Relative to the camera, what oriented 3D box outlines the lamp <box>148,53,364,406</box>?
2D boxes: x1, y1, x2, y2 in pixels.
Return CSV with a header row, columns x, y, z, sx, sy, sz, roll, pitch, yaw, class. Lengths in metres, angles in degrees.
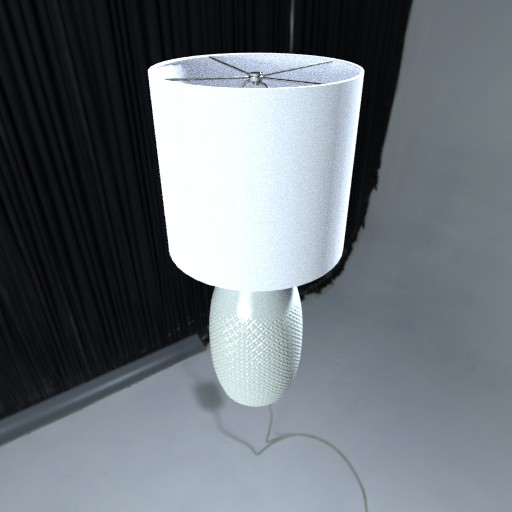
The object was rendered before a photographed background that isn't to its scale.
x,y,z,sx,sy,sz,roll,pitch,yaw,class
0.000,0.000,0.572,0.217,0.453,0.217,-20,37,-29,lamp
